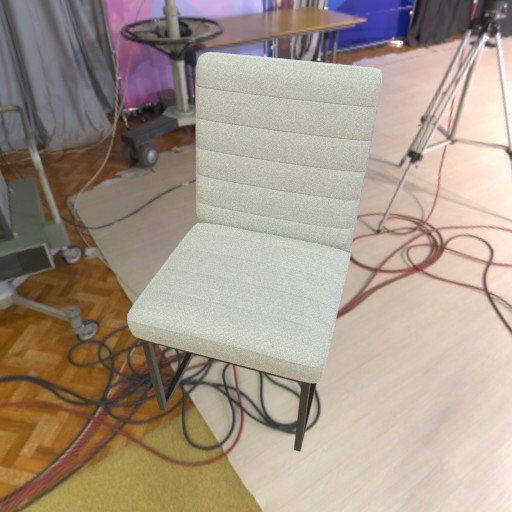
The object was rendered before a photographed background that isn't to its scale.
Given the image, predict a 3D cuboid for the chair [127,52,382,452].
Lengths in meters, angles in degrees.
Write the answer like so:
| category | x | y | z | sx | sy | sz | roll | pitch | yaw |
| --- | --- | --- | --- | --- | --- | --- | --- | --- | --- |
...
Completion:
| category | x | y | z | sx | sy | sz | roll | pitch | yaw |
| --- | --- | --- | --- | --- | --- | --- | --- | --- | --- |
| chair | 0.000 | 0.000 | 1.284 | 0.520 | 0.930 | 0.634 | 11 | 42 | 13 |
